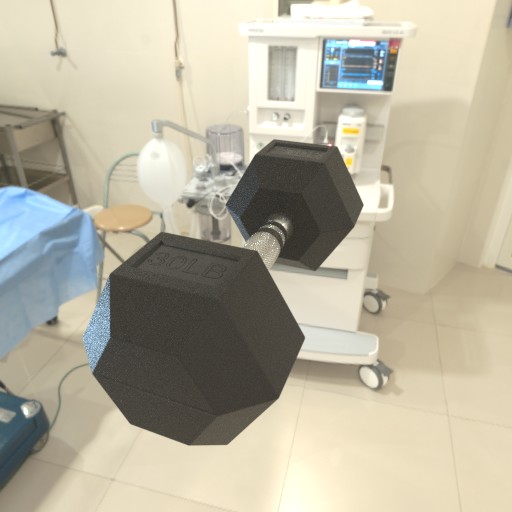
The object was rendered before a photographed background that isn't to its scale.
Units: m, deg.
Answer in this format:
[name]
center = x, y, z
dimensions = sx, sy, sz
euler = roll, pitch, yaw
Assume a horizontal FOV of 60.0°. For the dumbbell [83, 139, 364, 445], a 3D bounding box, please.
[dumbbell]
center = 0.000, 0.000, 0.395
dimensions = 0.142, 0.123, 0.337
euler = 12, 33, 18
